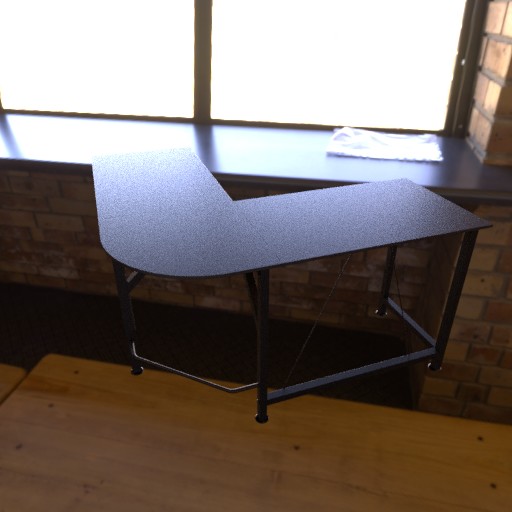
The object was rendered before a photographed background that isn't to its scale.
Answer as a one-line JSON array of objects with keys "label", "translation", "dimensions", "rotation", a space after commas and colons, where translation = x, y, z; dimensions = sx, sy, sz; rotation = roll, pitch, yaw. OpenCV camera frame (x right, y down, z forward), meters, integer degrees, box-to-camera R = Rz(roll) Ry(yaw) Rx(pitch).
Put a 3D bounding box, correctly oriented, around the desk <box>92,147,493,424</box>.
[{"label": "desk", "translation": [0.000, 0.000, 2.226], "dimensions": [1.400, 0.762, 1.400], "rotation": [-10, 31, -17]}]
